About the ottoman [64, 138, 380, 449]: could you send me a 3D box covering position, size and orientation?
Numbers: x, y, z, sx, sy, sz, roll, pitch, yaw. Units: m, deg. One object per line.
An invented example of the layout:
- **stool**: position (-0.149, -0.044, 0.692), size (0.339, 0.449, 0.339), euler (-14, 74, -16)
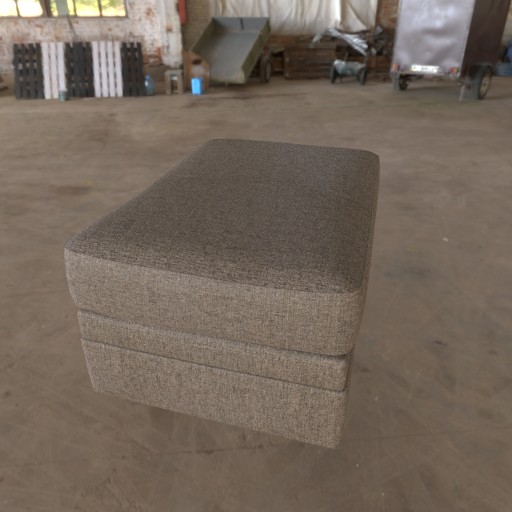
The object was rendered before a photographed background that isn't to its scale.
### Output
- **ottoman**: position (0.000, 0.000, 1.281), size (0.637, 0.478, 0.885), euler (8, 31, 14)
